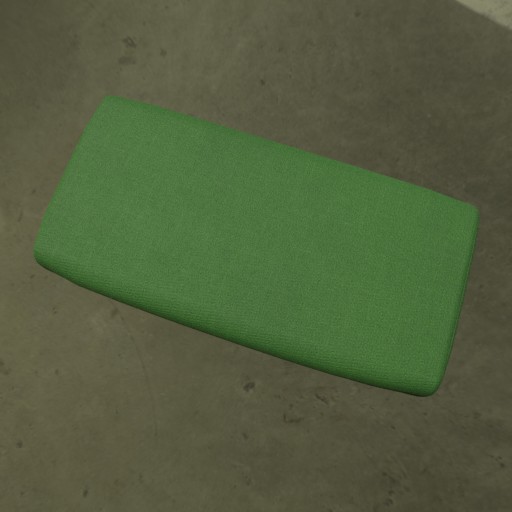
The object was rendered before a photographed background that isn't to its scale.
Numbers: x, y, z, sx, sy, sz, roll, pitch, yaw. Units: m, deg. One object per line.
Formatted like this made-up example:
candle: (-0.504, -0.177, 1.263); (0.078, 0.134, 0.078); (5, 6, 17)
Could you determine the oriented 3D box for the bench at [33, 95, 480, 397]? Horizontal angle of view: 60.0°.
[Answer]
bench: (0.000, 0.000, 1.253); (0.989, 0.501, 0.505); (18, 77, 4)
